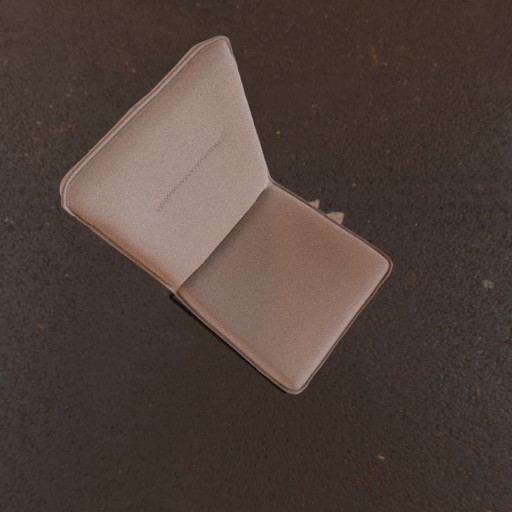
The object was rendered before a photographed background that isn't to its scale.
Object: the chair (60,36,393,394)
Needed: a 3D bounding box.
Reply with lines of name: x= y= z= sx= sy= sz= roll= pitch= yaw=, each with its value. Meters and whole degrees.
chair: x=0.000 y=0.000 z=1.313 sx=0.688 sy=0.930 sz=0.515 roll=38 pitch=78 yaw=9
